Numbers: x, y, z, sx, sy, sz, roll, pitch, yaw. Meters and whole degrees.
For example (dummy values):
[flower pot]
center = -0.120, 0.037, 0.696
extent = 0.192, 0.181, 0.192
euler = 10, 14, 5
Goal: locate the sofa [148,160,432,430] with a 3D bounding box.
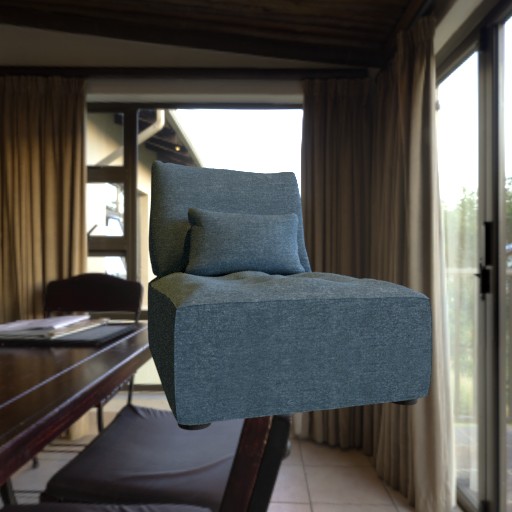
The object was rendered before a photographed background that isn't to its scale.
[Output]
[sofa]
center = 0.000, 0.000, 1.587
extent = 0.700, 0.820, 1.000
euler = 0, 0, -17
